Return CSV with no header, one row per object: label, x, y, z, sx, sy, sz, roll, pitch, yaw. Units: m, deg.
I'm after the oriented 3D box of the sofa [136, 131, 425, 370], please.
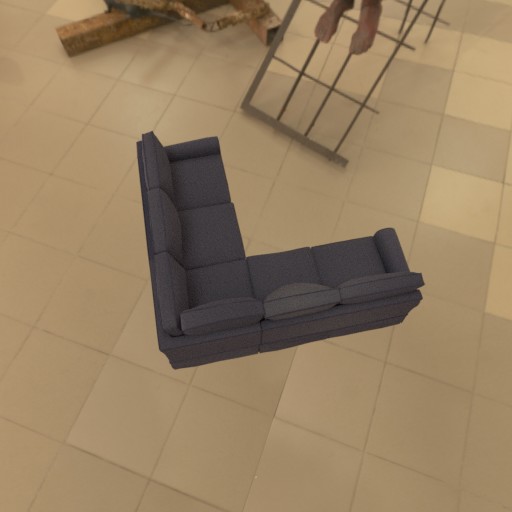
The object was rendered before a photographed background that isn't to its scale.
sofa,0.000,0.000,5.135,3.773,1.169,2.874,18,65,9
